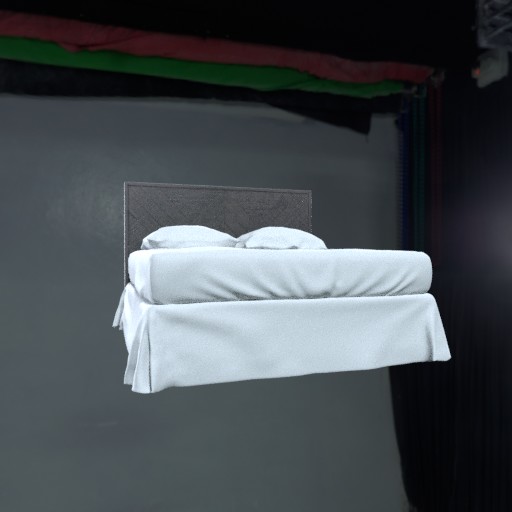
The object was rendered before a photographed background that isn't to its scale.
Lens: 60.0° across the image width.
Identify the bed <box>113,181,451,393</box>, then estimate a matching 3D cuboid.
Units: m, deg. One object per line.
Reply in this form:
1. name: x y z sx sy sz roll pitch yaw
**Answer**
1. bed: 0.000 0.000 2.926 1.772 1.142 1.785 0 1 -19
